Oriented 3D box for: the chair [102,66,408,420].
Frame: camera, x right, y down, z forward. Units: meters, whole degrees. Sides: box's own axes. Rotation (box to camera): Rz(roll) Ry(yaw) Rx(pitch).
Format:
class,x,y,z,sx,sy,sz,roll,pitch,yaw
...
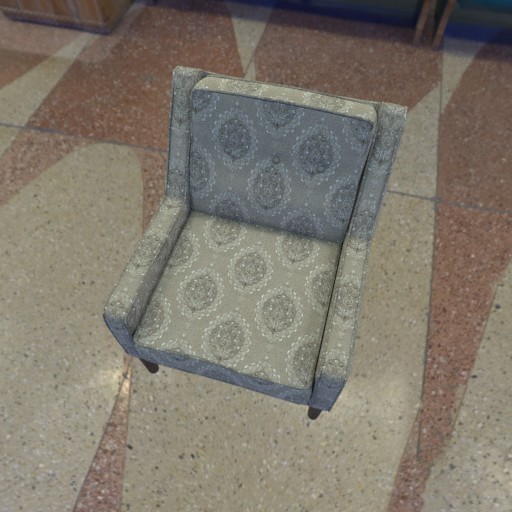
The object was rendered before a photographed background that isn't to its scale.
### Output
class,x,y,z,sx,sy,sz,roll,pitch,yaw
chair,0.000,0.000,1.349,0.665,0.797,0.750,13,59,8
